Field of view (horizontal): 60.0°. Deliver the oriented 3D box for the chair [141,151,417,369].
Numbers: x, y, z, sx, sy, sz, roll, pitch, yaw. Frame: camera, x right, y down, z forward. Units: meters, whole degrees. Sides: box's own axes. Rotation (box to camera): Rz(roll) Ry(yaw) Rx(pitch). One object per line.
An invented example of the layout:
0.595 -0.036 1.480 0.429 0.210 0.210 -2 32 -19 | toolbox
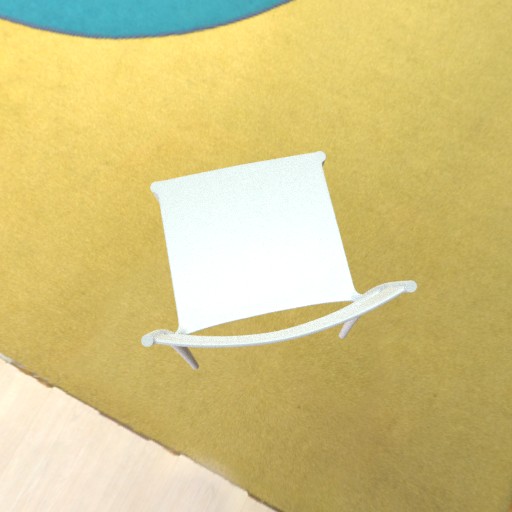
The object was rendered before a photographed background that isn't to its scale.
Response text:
0.000 0.000 1.175 0.531 0.800 0.511 -11 75 -3 | chair
